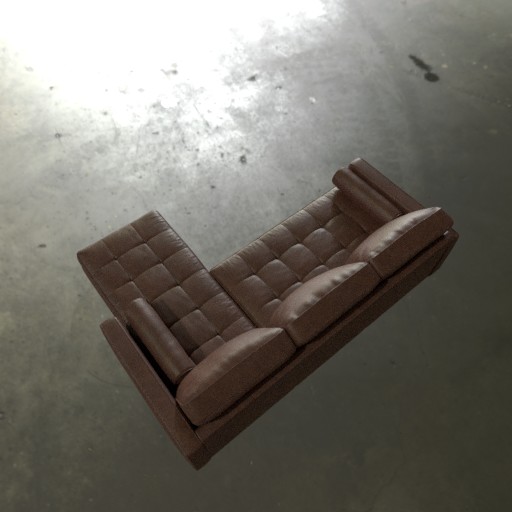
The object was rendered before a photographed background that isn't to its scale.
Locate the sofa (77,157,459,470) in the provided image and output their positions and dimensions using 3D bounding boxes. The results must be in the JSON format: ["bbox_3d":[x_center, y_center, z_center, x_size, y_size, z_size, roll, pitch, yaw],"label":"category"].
[{"bbox_3d":[0.000,0.000,3.014,2.185,0.841,1.613,-34,63,-20],"label":"sofa"}]
